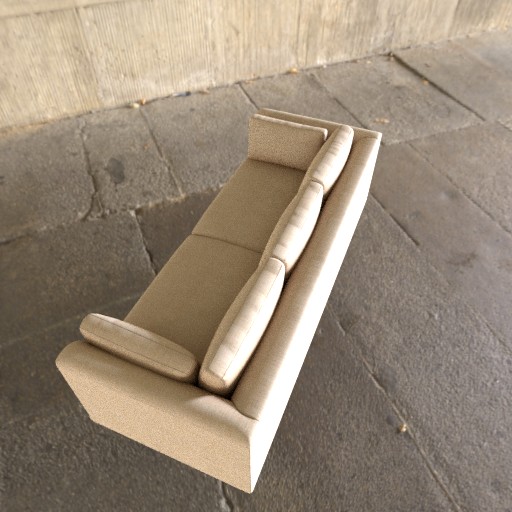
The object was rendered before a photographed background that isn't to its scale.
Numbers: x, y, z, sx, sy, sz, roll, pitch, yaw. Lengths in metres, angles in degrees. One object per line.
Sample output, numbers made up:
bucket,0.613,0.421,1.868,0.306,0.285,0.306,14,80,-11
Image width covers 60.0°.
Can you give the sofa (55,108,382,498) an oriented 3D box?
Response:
sofa,0.000,0.000,2.815,0.969,0.867,2.415,17,50,15
